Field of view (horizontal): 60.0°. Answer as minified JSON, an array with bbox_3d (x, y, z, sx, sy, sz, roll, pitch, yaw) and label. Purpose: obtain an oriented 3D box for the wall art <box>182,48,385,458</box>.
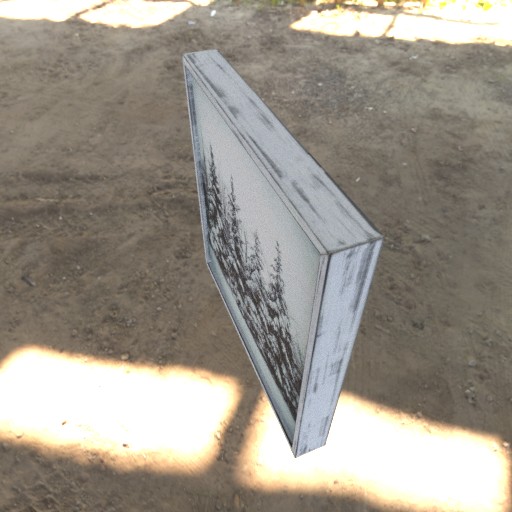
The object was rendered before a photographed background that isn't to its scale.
[{"bbox_3d":[0.000,0.000,0.457,0.036,0.303,0.303,-16,48,-15],"label":"wall art"}]
